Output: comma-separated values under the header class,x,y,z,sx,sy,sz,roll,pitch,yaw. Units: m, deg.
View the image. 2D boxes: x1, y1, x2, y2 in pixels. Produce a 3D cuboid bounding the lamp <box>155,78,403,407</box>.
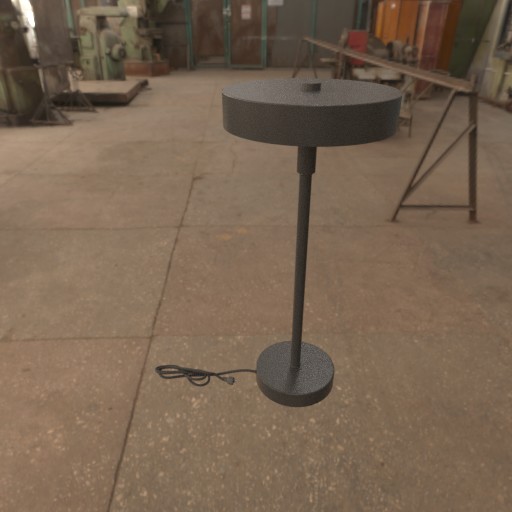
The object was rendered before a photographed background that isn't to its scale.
class,x,y,z,sx,sy,sz,roll,pitch,yaw
lamp,0.000,0.000,0.690,0.369,0.508,0.229,0,29,0
